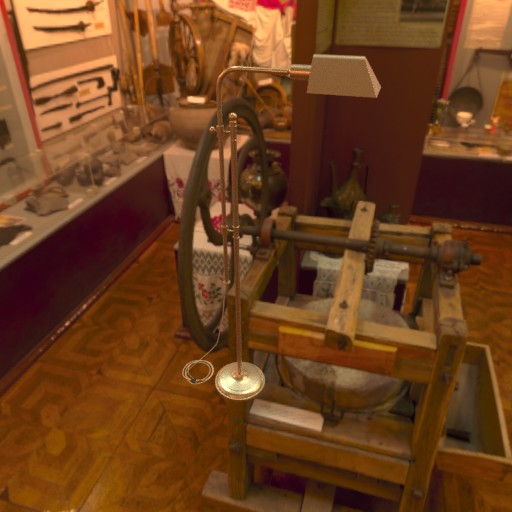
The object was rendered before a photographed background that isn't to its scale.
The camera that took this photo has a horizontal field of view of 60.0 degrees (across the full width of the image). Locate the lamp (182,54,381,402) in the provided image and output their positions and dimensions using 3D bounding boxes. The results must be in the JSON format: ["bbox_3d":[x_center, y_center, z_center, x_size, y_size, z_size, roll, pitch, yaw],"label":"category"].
[{"bbox_3d":[0.000,0.000,1.862,0.813,1.571,0.256,10,33,15],"label":"lamp"}]
